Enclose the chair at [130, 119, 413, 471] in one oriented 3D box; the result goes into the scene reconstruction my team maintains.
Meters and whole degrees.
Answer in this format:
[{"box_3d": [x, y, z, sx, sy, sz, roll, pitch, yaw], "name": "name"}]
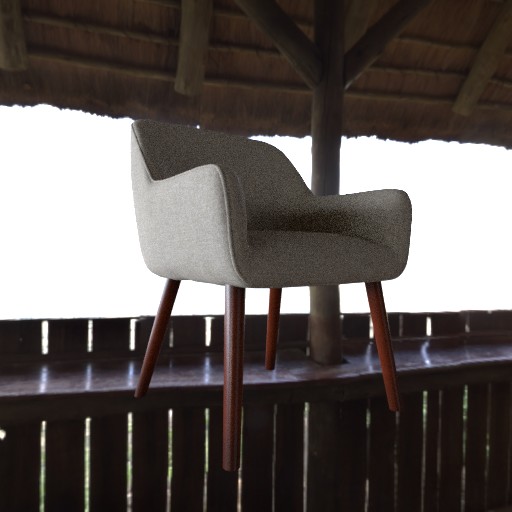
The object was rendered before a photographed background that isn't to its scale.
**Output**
[{"box_3d": [0.000, 0.000, 1.234, 0.610, 0.813, 0.610, -1, 1, -37], "name": "chair"}]
